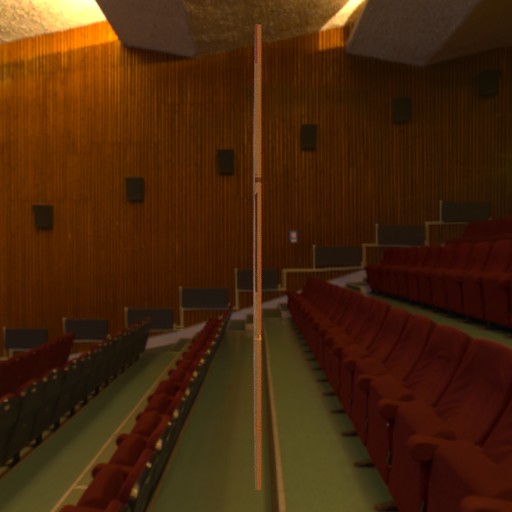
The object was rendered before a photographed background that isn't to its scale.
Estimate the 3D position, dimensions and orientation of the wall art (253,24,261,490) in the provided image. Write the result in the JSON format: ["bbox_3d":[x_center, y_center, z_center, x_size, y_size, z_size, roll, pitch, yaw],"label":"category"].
[{"bbox_3d":[0.000,0.000,1.321,0.012,0.910,0.911,0,1,-1],"label":"wall art"}]
